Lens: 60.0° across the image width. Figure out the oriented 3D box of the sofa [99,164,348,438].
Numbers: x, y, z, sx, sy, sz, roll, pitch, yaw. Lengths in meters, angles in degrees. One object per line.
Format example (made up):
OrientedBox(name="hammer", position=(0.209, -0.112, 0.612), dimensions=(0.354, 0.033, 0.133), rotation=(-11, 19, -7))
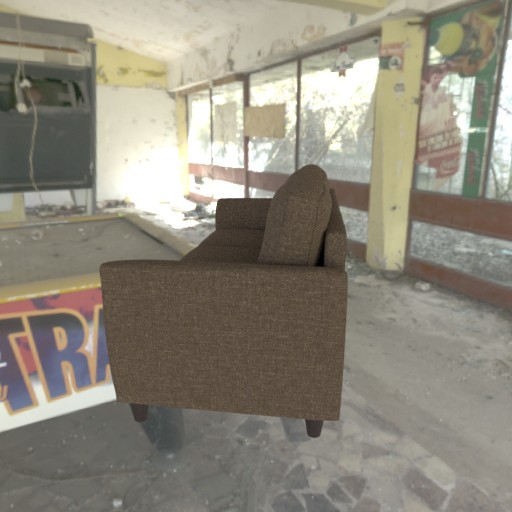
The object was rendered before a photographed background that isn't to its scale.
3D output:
OrientedBox(name="sofa", position=(0.000, 0.000, 2.328), dimensions=(0.837, 0.891, 1.847), rotation=(2, 15, 8))
